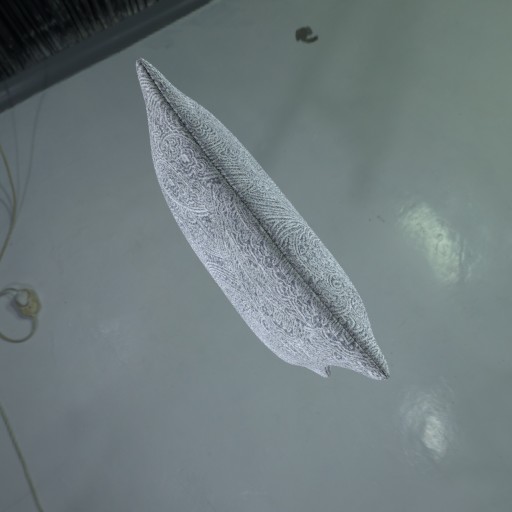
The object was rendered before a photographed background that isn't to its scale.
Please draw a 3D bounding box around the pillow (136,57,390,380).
[{"bbox_3d":[0.000,0.000,0.785,0.166,0.510,0.523,-35,78,-9],"label":"pillow"}]
